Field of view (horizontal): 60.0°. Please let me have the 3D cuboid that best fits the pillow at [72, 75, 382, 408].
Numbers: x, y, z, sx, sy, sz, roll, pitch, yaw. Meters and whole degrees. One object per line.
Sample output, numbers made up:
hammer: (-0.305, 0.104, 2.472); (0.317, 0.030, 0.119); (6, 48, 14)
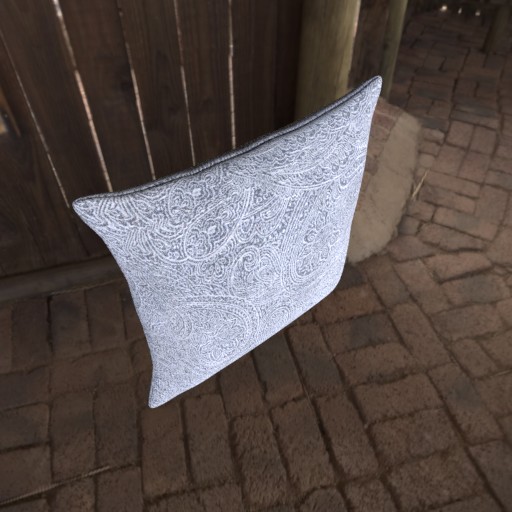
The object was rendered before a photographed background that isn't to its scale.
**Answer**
pillow: (0.000, 0.000, 0.781); (0.523, 0.510, 0.166); (-30, 53, -26)
